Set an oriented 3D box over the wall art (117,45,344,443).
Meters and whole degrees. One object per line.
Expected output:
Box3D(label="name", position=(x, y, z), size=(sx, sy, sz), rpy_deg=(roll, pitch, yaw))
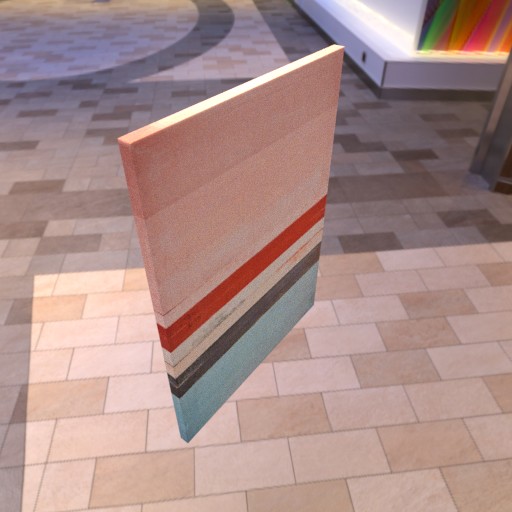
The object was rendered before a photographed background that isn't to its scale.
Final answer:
Box3D(label="wall art", position=(0.000, 0.000, 1.321), size=(0.039, 1.016, 0.761), rpy_deg=(26, 46, 28))
